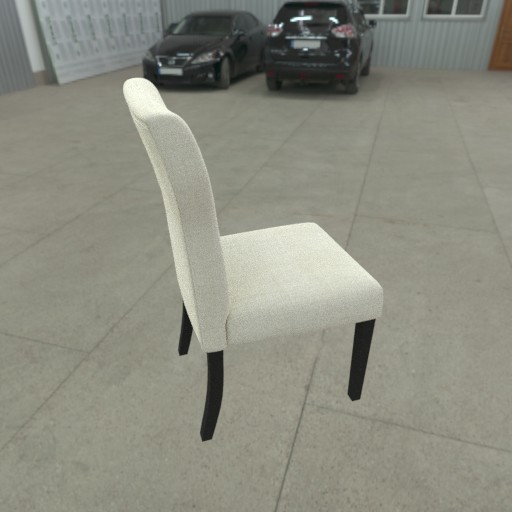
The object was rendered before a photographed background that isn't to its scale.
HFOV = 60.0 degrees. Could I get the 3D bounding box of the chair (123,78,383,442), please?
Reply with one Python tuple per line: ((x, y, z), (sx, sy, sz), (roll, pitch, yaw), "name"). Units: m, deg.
((0.000, 0.000, 1.264), (0.597, 0.921, 0.509), (-9, 31, -16), "chair")
